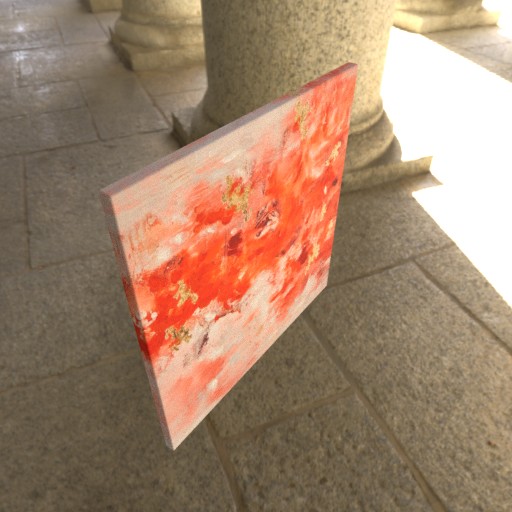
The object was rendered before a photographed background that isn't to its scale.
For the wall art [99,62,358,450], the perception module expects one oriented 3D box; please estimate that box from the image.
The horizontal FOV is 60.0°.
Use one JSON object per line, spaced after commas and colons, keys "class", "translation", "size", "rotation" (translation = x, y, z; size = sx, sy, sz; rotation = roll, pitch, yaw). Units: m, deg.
{"class": "wall art", "translation": [0.000, 0.000, 1.295], "size": [0.066, 0.878, 0.878], "rotation": [26, 47, 28]}
